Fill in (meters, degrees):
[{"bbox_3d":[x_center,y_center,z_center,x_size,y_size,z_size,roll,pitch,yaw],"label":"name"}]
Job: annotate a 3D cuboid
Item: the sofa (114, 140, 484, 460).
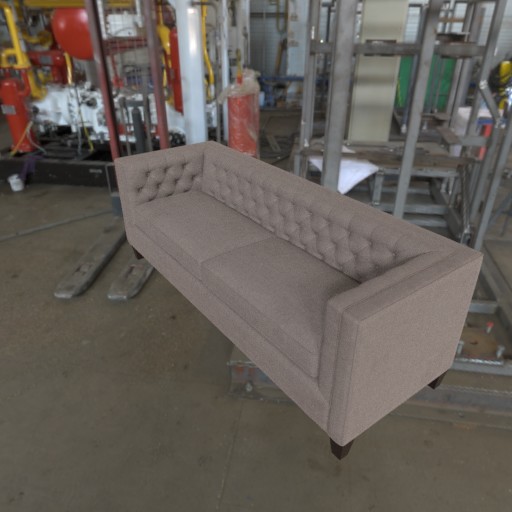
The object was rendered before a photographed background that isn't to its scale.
[{"bbox_3d":[0.000,0.000,2.572,0.775,0.762,2.159,-20,35,-31],"label":"sofa"}]
